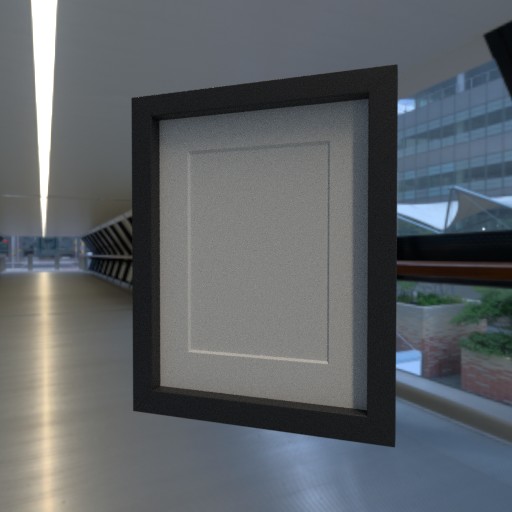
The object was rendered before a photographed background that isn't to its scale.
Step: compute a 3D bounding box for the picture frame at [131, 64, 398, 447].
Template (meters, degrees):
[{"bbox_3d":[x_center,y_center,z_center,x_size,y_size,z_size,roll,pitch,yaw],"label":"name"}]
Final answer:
[{"bbox_3d":[0.000,0.000,0.508,0.307,0.383,0.036,0,1,19],"label":"picture frame"}]
